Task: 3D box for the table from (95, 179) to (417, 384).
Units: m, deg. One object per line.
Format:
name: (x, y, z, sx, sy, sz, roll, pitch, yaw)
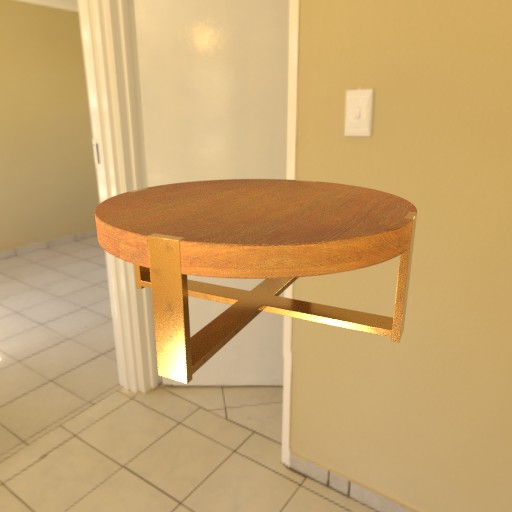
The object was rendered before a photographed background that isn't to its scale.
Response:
table: (0.000, 0.000, 1.670, 1.100, 0.420, 1.100, 0, 18, 0)
